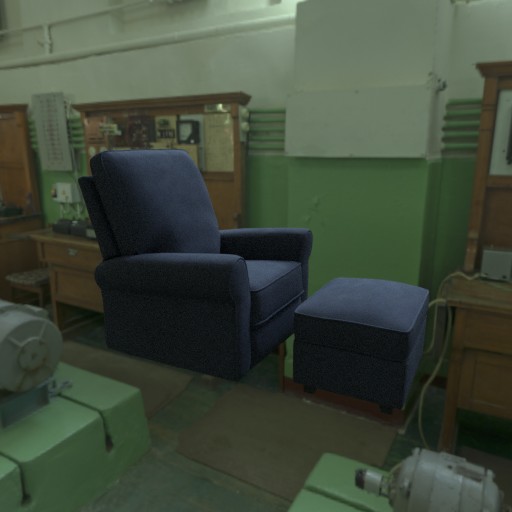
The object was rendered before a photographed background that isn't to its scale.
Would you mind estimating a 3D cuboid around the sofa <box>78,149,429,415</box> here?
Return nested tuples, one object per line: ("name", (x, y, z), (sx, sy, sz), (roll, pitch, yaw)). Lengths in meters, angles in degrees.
("sofa", (0.000, 0.000, 2.037), (1.478, 0.959, 0.880), (7, 15, 27))
